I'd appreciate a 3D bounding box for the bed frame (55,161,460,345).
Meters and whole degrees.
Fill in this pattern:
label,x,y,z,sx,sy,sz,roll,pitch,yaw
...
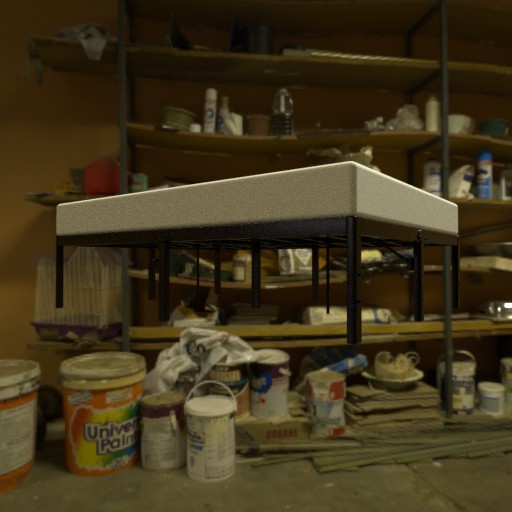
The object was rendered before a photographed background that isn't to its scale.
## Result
label,x,y,z,sx,sy,sz,roll,pitch,yaw
bed frame,0.000,0.000,2.804,2.072,0.659,1.557,-1,-1,37
